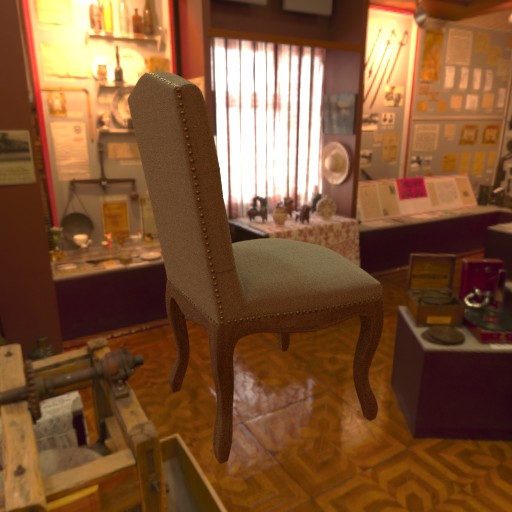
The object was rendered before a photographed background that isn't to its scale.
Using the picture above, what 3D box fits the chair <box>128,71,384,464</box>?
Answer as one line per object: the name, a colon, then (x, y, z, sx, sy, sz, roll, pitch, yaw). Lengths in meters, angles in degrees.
chair: (0.000, 0.000, 1.583, 0.731, 1.191, 0.637, -9, 19, -28)
